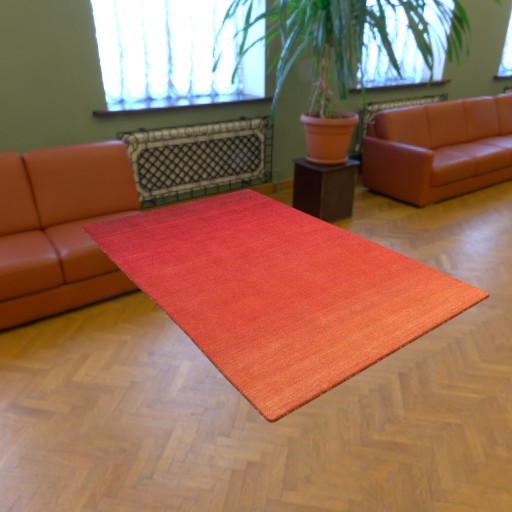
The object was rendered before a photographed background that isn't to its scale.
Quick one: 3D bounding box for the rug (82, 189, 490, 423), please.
[{"bbox_3d":[0.000,0.000,2.283,1.230,0.018,1.835,-18,32,-32],"label":"rug"}]
